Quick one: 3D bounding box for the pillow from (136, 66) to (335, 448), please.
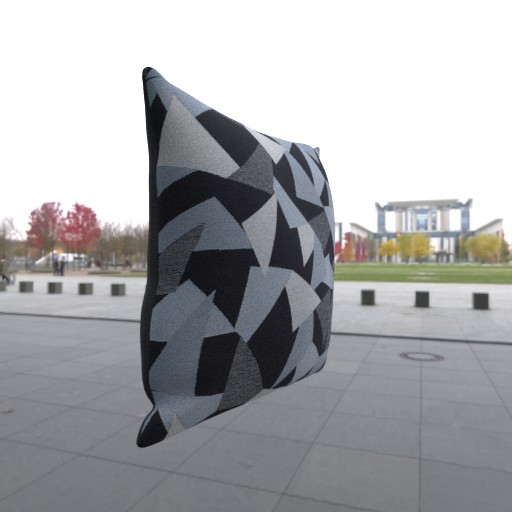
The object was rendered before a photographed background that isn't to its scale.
[{"bbox_3d":[0.000,0.000,0.765,0.208,0.496,0.503,0,-1,36],"label":"pillow"}]
